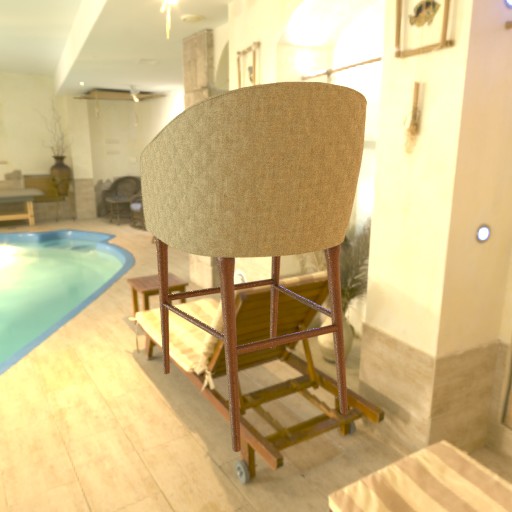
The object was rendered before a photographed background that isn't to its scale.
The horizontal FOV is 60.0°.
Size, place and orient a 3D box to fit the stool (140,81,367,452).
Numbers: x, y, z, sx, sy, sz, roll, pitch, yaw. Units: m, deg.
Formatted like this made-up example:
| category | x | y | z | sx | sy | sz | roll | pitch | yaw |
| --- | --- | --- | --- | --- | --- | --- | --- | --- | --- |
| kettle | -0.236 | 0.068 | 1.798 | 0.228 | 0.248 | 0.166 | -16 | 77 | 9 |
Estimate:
| category | x | y | z | sx | sy | sz | roll | pitch | yaw |
| --- | --- | --- | --- | --- | --- | --- | --- | --- | --- |
| stool | 0.000 | 0.000 | 1.395 | 0.559 | 0.952 | 0.635 | -7 | 15 | -27 |
